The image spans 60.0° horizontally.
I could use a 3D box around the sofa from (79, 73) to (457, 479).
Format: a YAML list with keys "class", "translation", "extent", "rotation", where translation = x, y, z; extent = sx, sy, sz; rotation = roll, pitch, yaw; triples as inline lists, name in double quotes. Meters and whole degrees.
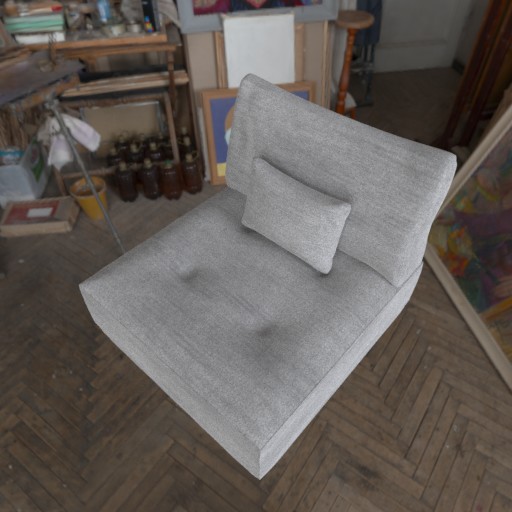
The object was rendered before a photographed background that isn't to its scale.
- class: "sofa"
  translation: [0.000, 0.000, 1.659]
  extent: [0.930, 0.820, 1.000]
  rotation: [33, 55, 27]
